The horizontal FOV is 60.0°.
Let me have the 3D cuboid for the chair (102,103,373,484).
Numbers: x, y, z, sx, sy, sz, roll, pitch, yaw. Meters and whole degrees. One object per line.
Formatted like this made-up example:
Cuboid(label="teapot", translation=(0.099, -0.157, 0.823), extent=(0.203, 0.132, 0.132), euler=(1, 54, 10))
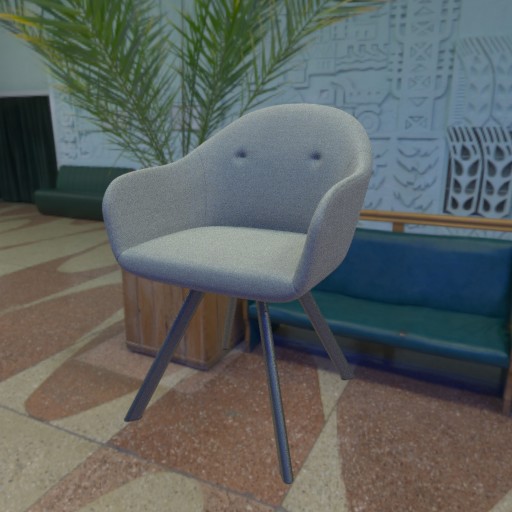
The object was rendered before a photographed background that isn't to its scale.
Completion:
Cuboid(label="chair", translation=(0.000, 0.000, 1.153), extent=(0.540, 0.780, 0.570), euler=(8, 17, 27))
